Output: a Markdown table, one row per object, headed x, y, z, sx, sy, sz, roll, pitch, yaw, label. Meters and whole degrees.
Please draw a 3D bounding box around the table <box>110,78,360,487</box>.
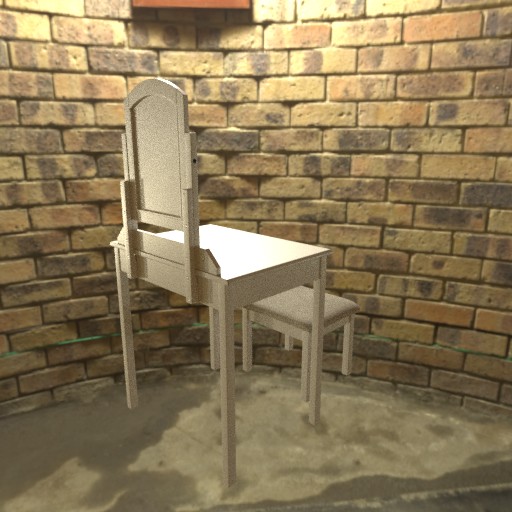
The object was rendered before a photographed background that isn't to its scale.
| x | y | z | sx | sy | sz | roll | pitch | yaw | label |
| --- | --- | --- | --- | --- | --- | --- | --- | --- | --- |
| 0.000 | 0.000 | 2.313 | 0.876 | 1.631 | 1.211 | 14 | 21 | 43 | table |
